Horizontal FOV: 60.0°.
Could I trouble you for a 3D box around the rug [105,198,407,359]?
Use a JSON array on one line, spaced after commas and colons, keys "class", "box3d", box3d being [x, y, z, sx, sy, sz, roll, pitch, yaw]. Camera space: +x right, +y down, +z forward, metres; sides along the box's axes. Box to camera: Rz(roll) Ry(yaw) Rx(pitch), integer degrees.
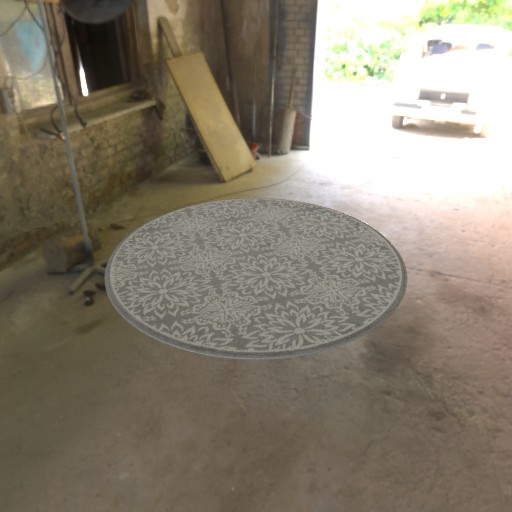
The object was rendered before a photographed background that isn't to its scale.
[{"class": "rug", "box3d": [0.000, 0.000, 2.431, 1.593, 0.012, 1.593, 0, 31, 0]}]
